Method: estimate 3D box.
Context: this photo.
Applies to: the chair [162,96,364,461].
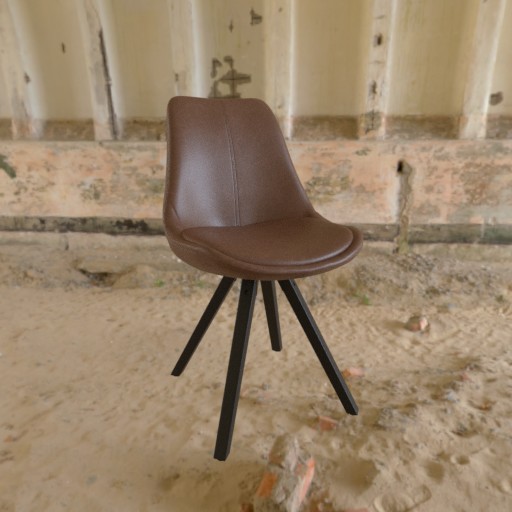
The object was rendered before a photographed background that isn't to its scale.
[{"bbox_3d":[0.000,0.000,1.213,0.475,0.850,0.550,-8,18,-25],"label":"chair"}]
